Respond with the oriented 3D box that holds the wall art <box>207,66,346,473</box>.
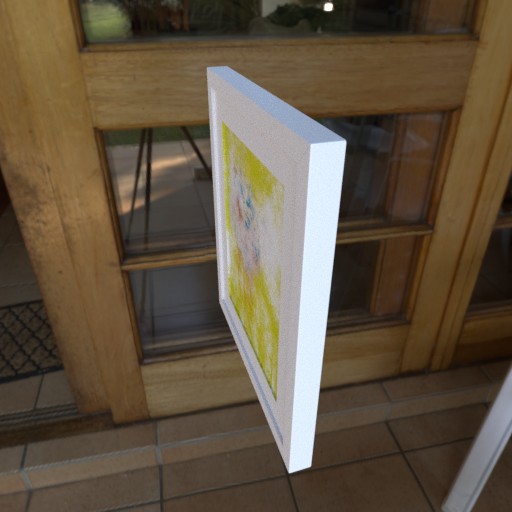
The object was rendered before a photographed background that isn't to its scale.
[{"bbox_3d":[0.000,0.000,0.539,0.028,0.381,0.331,-10,33,-15],"label":"wall art"}]
